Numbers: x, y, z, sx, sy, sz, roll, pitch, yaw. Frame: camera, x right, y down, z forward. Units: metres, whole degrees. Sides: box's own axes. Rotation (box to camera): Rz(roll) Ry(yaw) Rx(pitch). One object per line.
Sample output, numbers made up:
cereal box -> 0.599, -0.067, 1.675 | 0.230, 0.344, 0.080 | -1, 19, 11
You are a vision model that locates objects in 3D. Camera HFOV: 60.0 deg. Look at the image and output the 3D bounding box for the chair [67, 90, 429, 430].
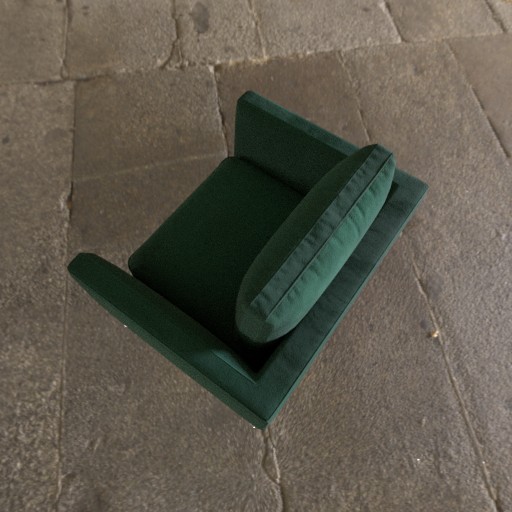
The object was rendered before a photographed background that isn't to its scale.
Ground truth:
chair -> 0.000, 0.000, 1.785 | 0.852, 0.997, 1.047 | 33, 68, 16
